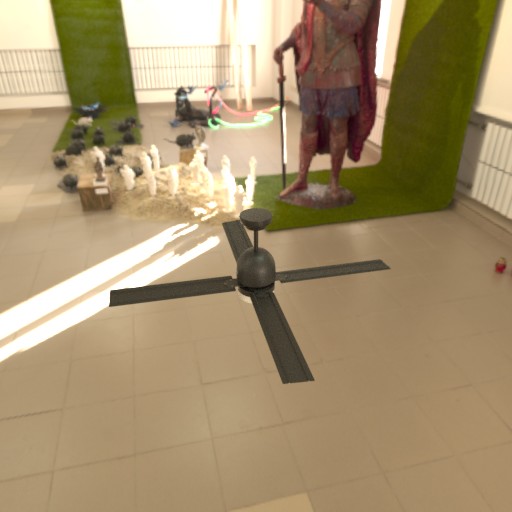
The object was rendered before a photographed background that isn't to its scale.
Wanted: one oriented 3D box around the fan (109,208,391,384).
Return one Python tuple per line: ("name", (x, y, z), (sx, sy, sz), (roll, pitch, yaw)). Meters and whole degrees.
("fan", (0.000, 0.000, 2.004), (1.319, 0.410, 1.319), (-7, 31, -12))
